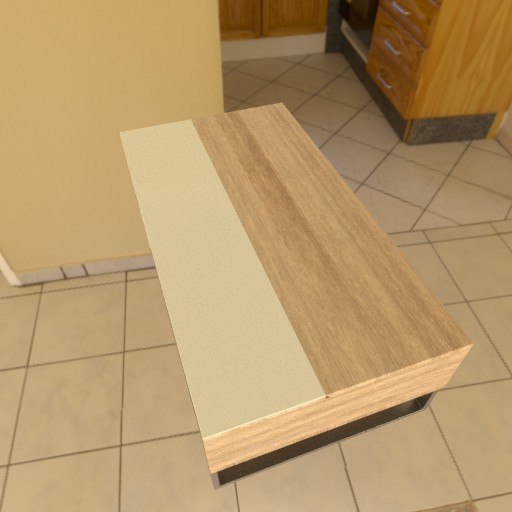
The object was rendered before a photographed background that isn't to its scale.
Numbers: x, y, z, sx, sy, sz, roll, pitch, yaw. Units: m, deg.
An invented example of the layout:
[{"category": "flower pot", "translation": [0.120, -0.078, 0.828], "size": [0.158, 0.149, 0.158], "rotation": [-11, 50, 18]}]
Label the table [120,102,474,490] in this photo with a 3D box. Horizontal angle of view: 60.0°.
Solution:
[{"category": "table", "translation": [0.000, 0.000, 1.362], "size": [0.600, 0.350, 1.100], "rotation": [-15, 49, -13]}]
